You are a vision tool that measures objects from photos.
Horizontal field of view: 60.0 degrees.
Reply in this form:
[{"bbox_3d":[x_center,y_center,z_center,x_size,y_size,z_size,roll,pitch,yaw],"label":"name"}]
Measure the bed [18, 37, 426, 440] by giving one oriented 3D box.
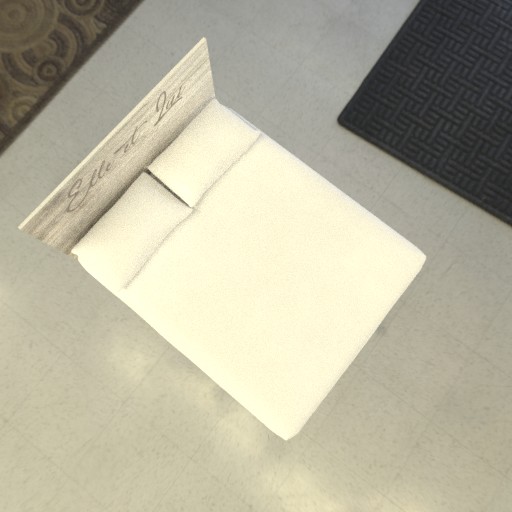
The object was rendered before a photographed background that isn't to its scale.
[{"bbox_3d":[0.000,0.000,3.145,2.094,1.335,1.745,39,80,8],"label":"bed"}]
